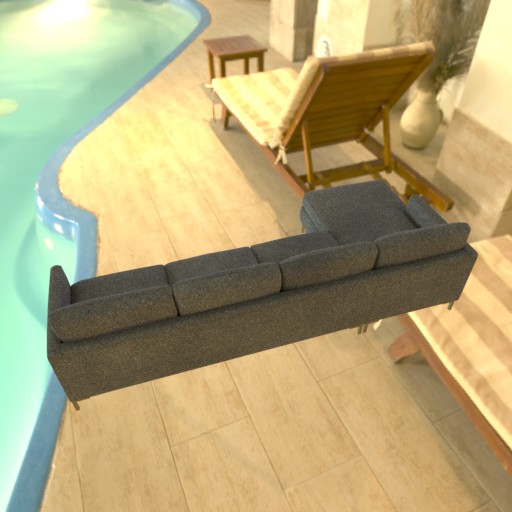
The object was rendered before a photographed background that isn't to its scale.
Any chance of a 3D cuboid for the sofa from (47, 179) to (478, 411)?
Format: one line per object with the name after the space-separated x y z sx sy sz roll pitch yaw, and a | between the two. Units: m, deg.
0.000 0.000 3.391 2.932 0.810 1.350 -12 43 -13 | sofa
